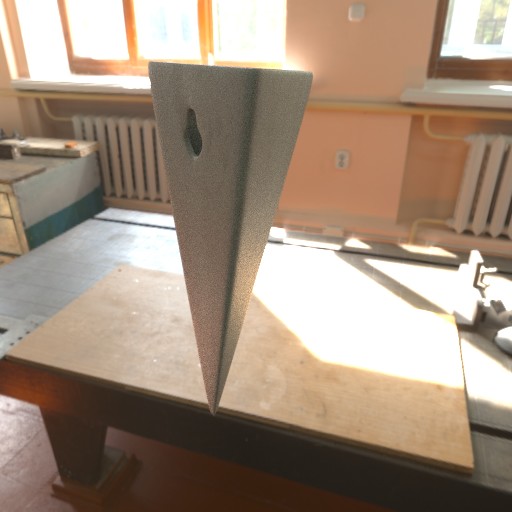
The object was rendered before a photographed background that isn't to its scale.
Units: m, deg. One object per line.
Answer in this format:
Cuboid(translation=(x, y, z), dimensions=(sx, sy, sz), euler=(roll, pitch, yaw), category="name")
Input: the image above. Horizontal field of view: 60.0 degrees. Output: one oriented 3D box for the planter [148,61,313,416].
Cuboid(translation=(0.000, 0.000, 0.280), dimensions=(0.081, 0.224, 0.101), euler=(-18, 31, -33), category="planter")
